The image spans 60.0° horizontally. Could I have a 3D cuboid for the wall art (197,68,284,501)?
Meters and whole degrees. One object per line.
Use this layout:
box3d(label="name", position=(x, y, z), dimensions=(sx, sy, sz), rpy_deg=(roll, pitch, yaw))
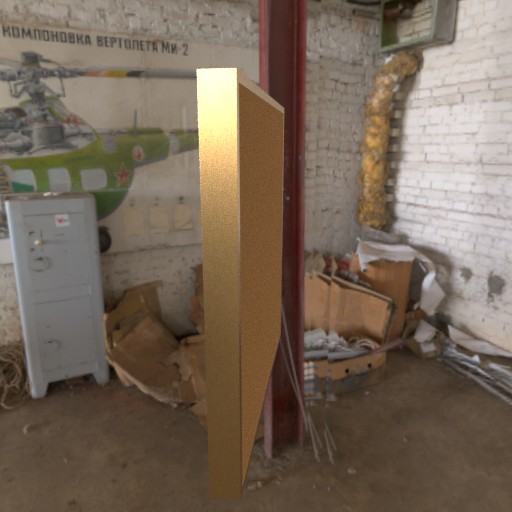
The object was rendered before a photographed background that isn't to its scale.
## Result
box3d(label="wall art", position=(0.000, 0.000, 0.743), dimensions=(0.040, 0.509, 0.509), rpy_deg=(2, 14, 9))
